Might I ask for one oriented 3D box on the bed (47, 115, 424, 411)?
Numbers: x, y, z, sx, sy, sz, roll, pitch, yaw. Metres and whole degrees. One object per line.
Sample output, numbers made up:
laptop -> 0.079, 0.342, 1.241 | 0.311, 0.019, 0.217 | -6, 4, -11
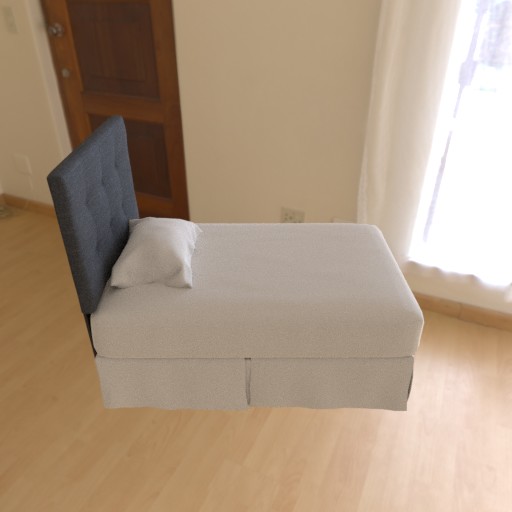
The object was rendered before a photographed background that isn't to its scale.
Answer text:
bed -> 0.000, 0.000, 2.946 | 1.997, 1.571, 1.261 | 0, 32, 0
